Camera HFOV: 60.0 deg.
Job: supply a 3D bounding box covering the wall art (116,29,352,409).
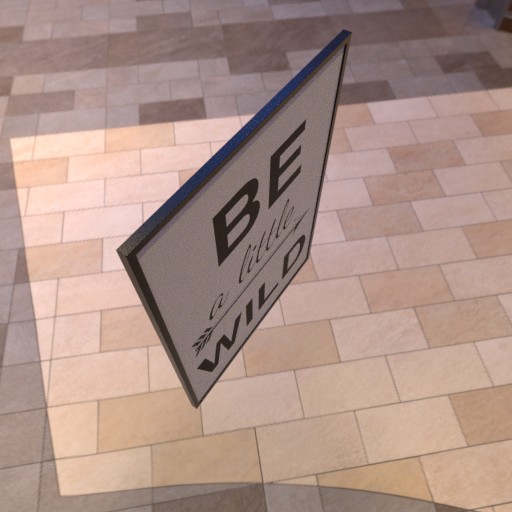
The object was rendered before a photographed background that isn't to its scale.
[{"bbox_3d":[0.000,0.000,0.757,0.013,0.582,0.442,30,63,18],"label":"wall art"}]
